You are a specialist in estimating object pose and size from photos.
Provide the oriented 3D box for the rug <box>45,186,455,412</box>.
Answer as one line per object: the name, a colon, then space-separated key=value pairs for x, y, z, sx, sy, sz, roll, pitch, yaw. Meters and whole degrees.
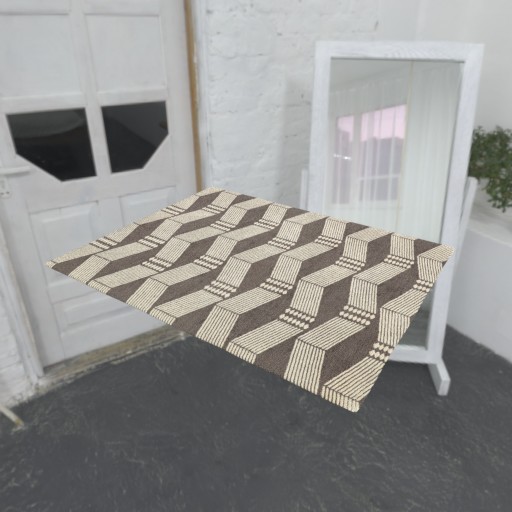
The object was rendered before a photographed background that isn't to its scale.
rug: x=0.000 y=0.000 z=4.185 sx=3.048 sy=0.016 sz=2.438 roll=18 pitch=34 yaw=29
